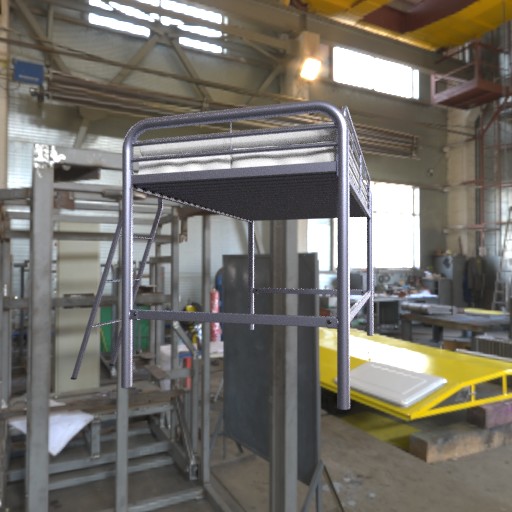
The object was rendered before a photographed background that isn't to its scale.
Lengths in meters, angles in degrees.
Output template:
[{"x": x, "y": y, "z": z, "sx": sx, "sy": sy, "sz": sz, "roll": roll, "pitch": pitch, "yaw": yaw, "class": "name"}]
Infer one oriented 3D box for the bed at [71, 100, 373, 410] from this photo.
[{"x": 0.000, "y": 0.000, "z": 2.951, "sx": 1.415, "sy": 1.288, "sz": 1.965, "roll": 0, "pitch": -1, "yaw": 18, "class": "bed"}]
